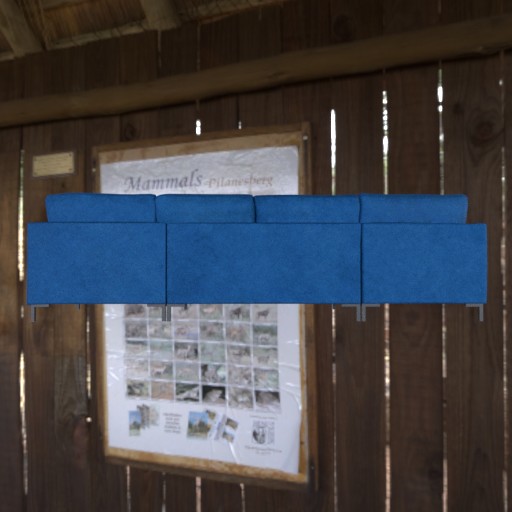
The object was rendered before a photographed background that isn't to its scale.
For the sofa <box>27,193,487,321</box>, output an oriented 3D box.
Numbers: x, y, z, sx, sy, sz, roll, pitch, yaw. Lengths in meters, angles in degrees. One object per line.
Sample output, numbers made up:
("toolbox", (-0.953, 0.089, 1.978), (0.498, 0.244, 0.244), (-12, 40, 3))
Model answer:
("sofa", (0.000, 0.000, 4.281), (3.434, 0.992, 2.055), (0, -1, 0))
